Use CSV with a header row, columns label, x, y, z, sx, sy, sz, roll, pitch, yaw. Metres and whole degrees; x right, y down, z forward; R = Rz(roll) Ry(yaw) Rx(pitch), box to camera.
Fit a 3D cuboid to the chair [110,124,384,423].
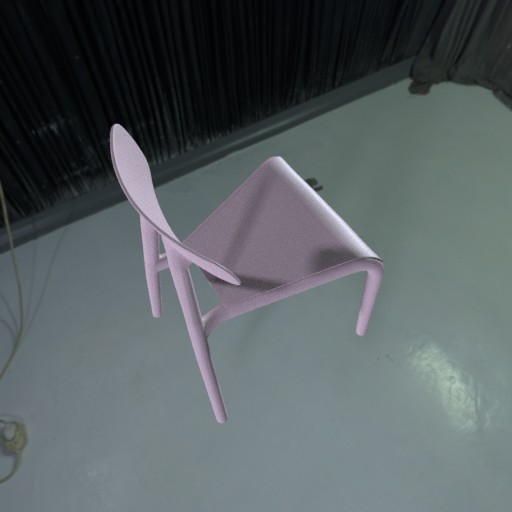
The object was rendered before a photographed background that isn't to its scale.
label,x,y,z,sx,sy,sz,roll,pitch,yaw
chair,0.000,0.000,0.826,0.401,0.580,0.356,-30,63,-17
